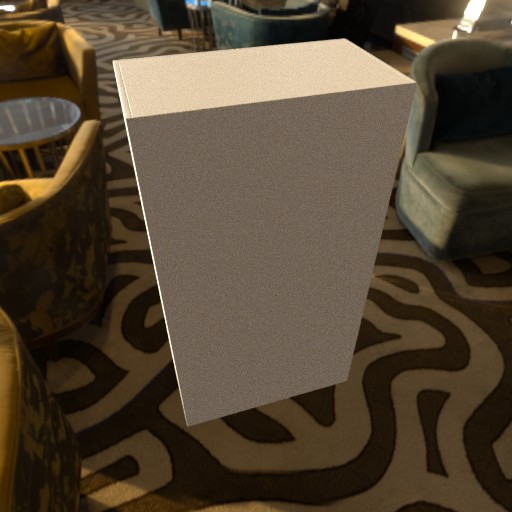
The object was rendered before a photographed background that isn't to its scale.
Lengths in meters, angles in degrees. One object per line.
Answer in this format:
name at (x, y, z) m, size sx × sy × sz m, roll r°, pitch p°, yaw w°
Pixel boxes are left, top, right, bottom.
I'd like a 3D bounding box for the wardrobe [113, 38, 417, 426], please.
wardrobe at (0.000, 0.000, 2.220) m, size 0.991 × 1.808 × 0.577 m, roll -12°, pitch 42°, yaw -13°
